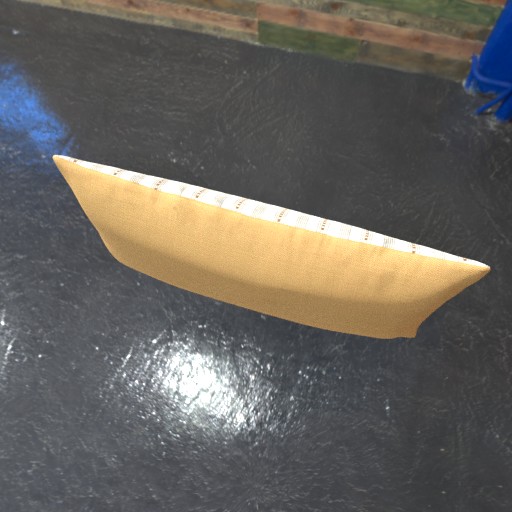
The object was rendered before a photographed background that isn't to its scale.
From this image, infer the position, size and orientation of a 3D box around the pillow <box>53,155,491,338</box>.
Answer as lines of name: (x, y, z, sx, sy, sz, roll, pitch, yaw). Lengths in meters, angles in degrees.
pillow: (0.000, 0.000, 0.717, 0.608, 0.291, 0.151, 15, 63, 8)
